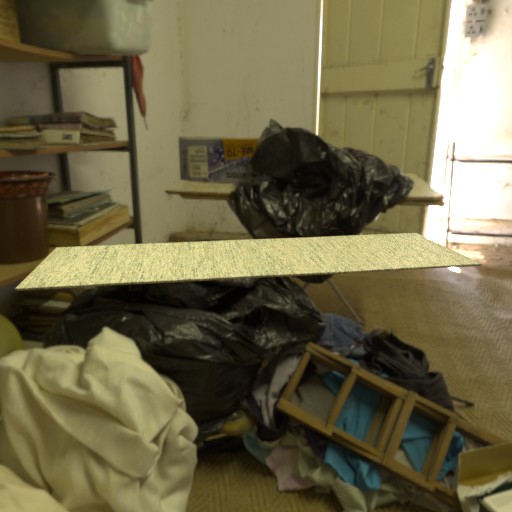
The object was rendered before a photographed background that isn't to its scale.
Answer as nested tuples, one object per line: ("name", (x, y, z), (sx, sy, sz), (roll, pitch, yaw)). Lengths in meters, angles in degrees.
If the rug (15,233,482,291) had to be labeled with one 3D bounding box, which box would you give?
("rug", (0.000, 0.000, 2.474), (2.290, 0.014, 0.700), (-3, 17, -9))
